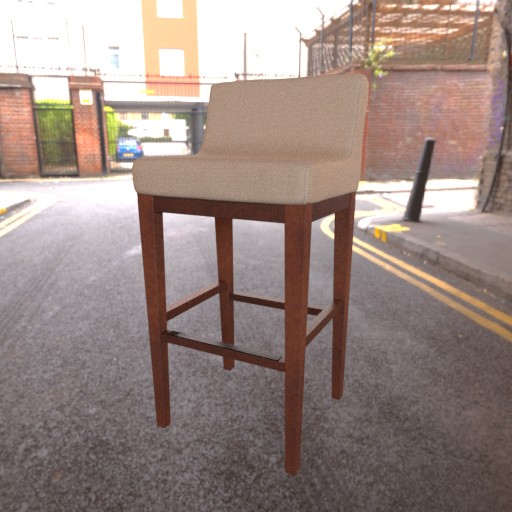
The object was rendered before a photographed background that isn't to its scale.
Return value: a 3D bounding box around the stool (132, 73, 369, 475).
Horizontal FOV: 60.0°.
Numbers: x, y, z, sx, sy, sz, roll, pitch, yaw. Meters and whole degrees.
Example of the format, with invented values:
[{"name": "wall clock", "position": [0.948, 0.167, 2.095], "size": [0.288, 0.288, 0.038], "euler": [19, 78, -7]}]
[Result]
[{"name": "stool", "position": [0.000, 0.000, 1.324], "size": [0.511, 1.037, 0.500], "euler": [7, 16, 26]}]
